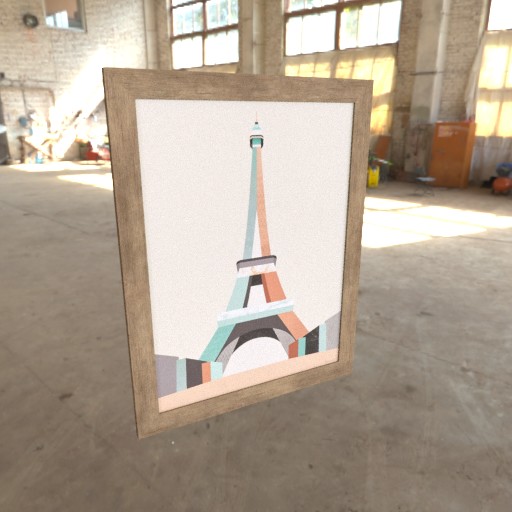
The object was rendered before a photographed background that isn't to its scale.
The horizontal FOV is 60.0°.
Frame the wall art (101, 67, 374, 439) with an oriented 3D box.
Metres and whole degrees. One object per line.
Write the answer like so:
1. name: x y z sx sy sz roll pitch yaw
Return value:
1. wall art: 0.000 0.000 0.903 0.534 0.686 0.018 -9 19 -26
